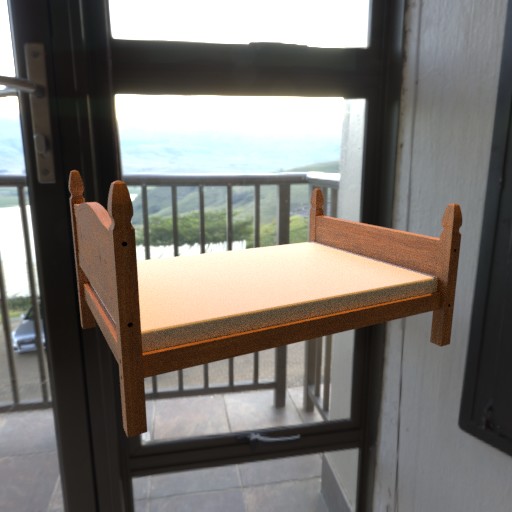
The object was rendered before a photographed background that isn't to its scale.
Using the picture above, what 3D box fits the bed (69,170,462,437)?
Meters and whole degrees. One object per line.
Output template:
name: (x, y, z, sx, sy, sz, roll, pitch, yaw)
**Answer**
bed: (0.000, 0.000, 2.917, 2.069, 1.100, 1.490, -7, 14, -28)
